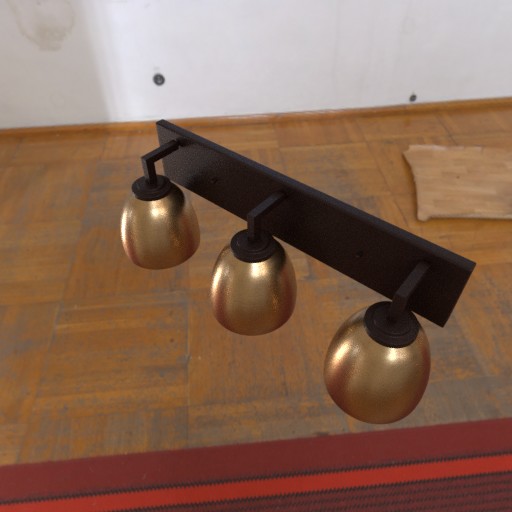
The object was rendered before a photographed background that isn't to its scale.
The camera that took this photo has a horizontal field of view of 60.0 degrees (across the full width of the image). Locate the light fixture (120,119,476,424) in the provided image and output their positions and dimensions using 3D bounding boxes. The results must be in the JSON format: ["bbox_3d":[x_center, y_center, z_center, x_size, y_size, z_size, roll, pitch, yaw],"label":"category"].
[{"bbox_3d":[0.000,0.000,0.669,0.582,0.204,0.157,30,52,27],"label":"light fixture"}]
